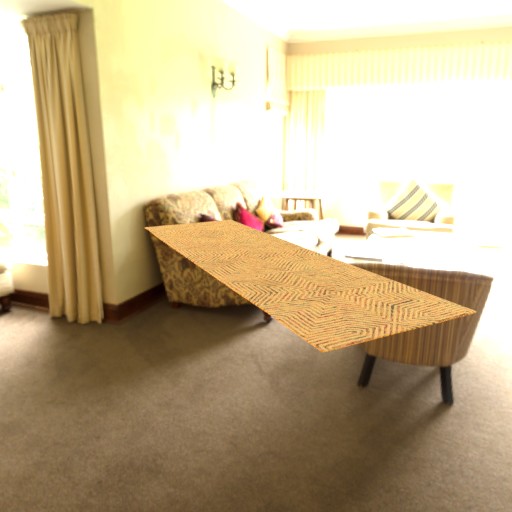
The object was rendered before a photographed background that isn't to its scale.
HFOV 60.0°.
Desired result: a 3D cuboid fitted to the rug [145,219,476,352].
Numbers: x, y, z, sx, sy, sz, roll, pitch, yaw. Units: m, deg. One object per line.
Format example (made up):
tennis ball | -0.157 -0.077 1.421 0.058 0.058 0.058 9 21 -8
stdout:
rug | 0.000 0.000 2.683 0.771 0.009 2.443 -7 16 -26
